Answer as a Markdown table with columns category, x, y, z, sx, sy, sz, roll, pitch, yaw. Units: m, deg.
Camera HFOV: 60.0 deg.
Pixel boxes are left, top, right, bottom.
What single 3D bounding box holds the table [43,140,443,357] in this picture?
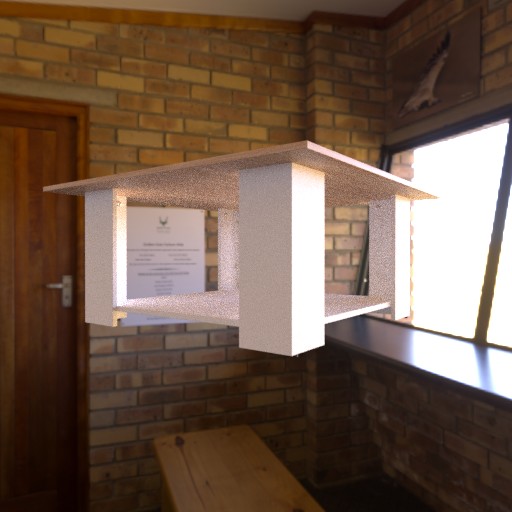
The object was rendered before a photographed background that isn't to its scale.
| category | x | y | z | sx | sy | sz | roll | pitch | yaw |
| --- | --- | --- | --- | --- | --- | --- | --- | --- | --- |
| table | 0.000 | 0.000 | 1.043 | 0.670 | 0.305 | 0.670 | 0 | 0 | 37 |
